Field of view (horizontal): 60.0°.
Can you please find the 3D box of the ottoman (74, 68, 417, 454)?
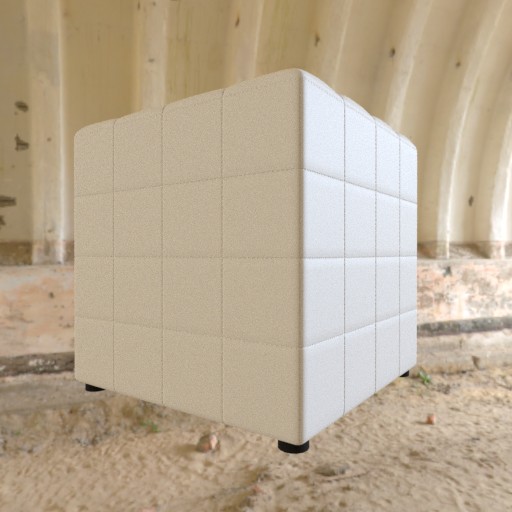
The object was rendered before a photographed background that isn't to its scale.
[{"bbox_3d":[0.000,0.000,0.763,0.425,0.432,0.425,0,0,36],"label":"ottoman"}]
